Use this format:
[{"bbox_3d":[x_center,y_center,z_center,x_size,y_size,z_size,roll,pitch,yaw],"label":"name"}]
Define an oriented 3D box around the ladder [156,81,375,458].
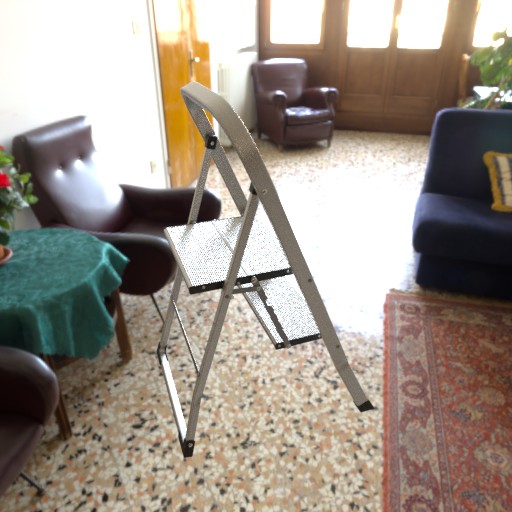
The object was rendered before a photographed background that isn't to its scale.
[{"bbox_3d":[0.000,0.000,1.137,0.530,0.830,0.465,-10,31,-18],"label":"ladder"}]
